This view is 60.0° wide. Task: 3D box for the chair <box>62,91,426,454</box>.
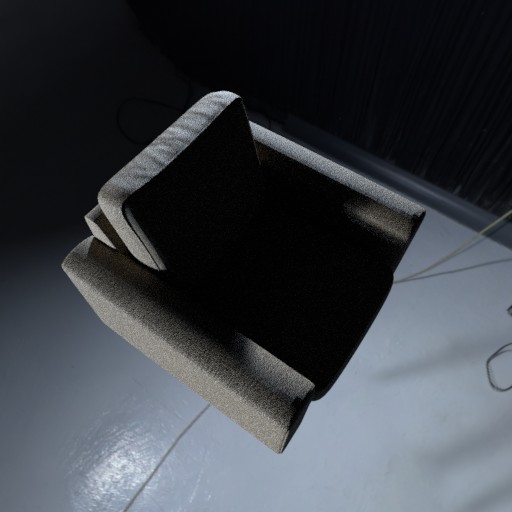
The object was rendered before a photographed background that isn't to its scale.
[{"bbox_3d":[0.000,0.000,1.748,1.016,0.873,1.005,31,64,17],"label":"chair"}]
